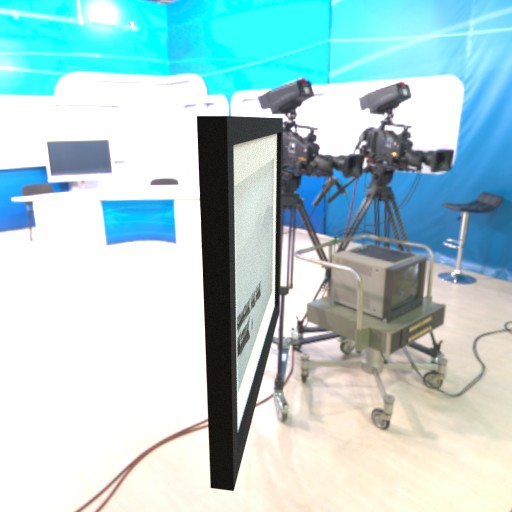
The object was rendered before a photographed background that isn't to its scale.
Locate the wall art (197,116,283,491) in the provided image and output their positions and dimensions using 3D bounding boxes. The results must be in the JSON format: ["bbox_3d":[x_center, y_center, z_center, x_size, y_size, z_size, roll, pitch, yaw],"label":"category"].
[{"bbox_3d":[0.000,0.000,0.759,0.030,0.454,0.554,3,17,9],"label":"wall art"}]
